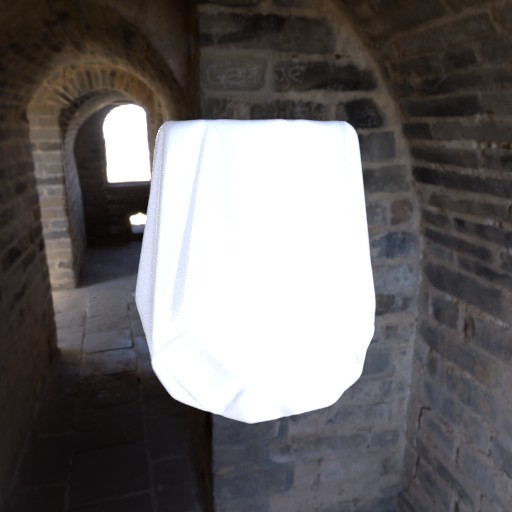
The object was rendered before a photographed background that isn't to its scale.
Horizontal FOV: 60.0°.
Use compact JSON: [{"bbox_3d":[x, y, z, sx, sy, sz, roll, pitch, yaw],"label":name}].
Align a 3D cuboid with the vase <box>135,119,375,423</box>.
[{"bbox_3d":[0.000,0.000,0.261,0.141,0.152,0.141,0,16,0],"label":"vase"}]
